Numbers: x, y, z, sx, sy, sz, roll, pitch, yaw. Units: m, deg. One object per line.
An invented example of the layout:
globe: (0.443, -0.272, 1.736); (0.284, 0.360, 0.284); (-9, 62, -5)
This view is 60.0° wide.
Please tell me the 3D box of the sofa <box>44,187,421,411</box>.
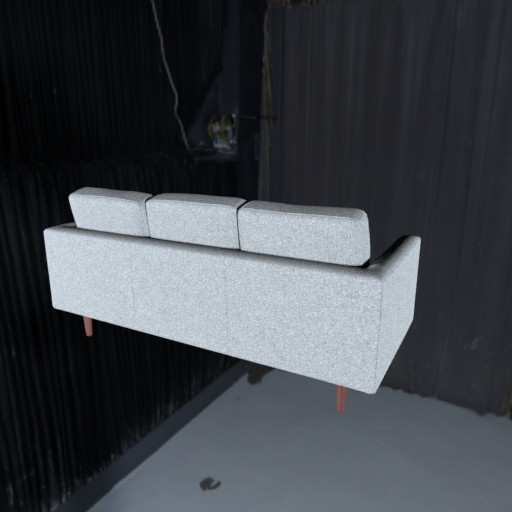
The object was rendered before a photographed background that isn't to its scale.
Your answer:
sofa: (0.000, 0.000, 2.970); (2.055, 0.957, 1.667); (8, 17, 28)
